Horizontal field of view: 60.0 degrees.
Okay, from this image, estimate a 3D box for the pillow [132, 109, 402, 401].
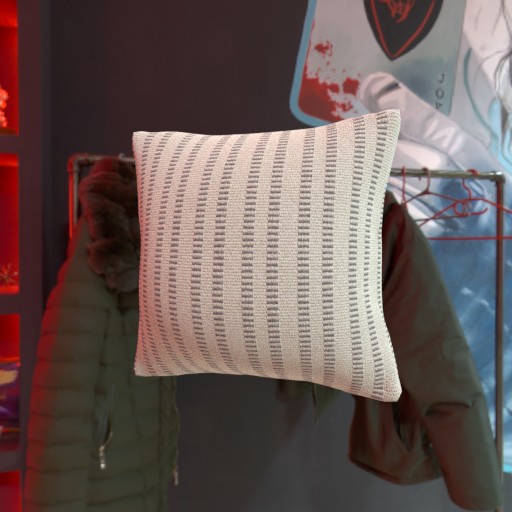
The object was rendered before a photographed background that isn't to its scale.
[{"bbox_3d":[0.000,0.000,0.696,0.438,0.419,0.247,0,2,17],"label":"pillow"}]
